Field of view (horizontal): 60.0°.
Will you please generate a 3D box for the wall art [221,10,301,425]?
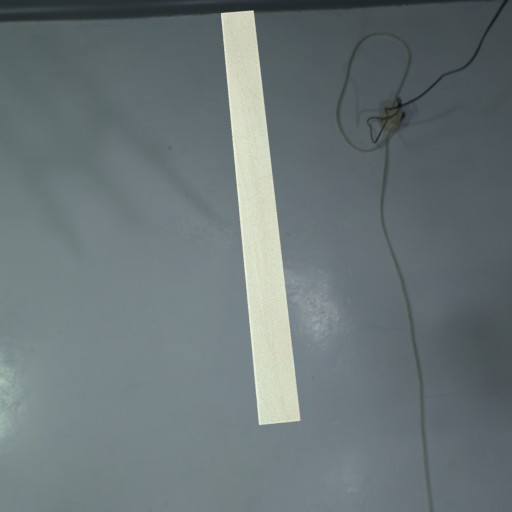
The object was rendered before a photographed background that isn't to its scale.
[{"bbox_3d":[0.000,0.000,0.689,0.037,0.511,0.435,-5,76,-1],"label":"wall art"}]
